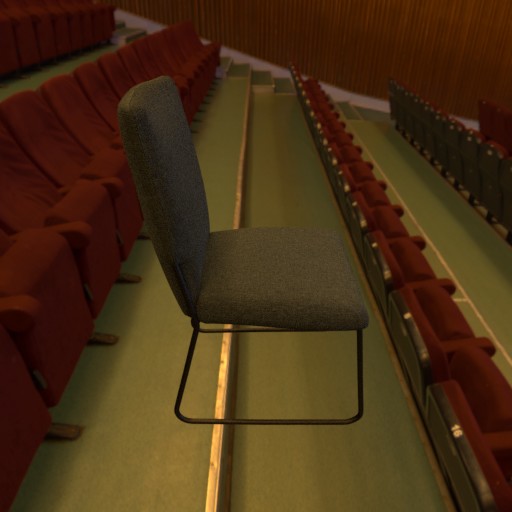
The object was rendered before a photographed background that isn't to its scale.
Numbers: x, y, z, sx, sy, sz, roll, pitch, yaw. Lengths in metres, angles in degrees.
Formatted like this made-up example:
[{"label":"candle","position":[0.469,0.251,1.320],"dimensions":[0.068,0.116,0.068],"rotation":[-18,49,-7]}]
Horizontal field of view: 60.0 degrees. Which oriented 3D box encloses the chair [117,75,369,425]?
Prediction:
[{"label":"chair","position":[0.000,0.000,1.287],"dimensions":[0.635,0.931,0.480],"rotation":[0,31,0]}]
